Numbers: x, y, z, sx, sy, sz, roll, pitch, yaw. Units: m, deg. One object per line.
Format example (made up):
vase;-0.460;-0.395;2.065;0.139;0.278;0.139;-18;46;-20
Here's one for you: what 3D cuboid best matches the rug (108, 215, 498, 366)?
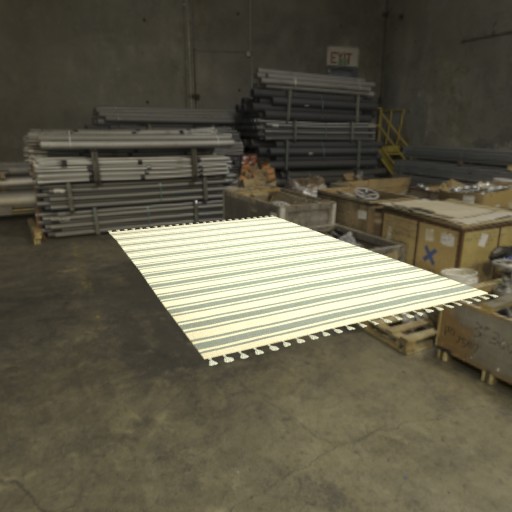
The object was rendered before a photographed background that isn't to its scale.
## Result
rug;0.000;0.000;2.930;1.539;0.011;2.410;-8;18;-25
